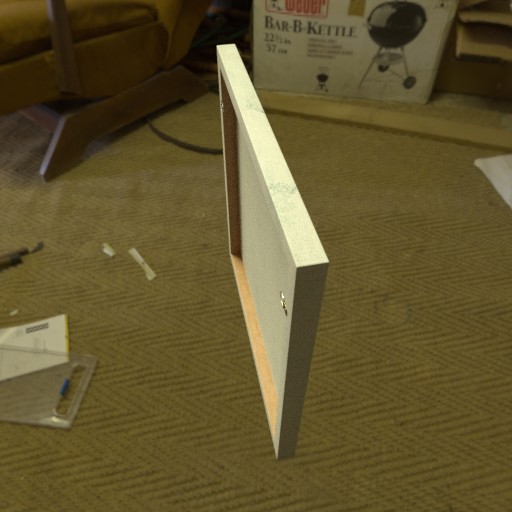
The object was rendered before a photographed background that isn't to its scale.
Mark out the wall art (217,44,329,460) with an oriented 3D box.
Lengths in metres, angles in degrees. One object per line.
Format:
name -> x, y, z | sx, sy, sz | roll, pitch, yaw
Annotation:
wall art -> 0.000, 0.000, 0.914 | 0.040, 0.612, 0.612 | -9, 48, -8
